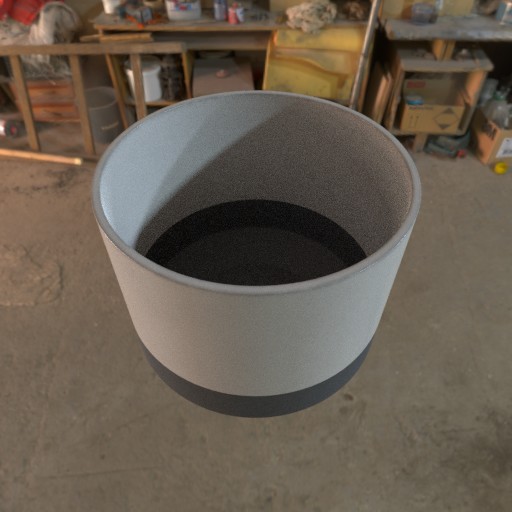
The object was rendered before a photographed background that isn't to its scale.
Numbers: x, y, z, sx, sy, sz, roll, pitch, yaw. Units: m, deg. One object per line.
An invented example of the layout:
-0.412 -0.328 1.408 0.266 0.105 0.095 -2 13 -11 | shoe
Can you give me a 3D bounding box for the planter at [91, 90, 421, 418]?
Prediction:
0.000 0.000 0.216 0.128 0.105 0.128 0 47 0 | planter
